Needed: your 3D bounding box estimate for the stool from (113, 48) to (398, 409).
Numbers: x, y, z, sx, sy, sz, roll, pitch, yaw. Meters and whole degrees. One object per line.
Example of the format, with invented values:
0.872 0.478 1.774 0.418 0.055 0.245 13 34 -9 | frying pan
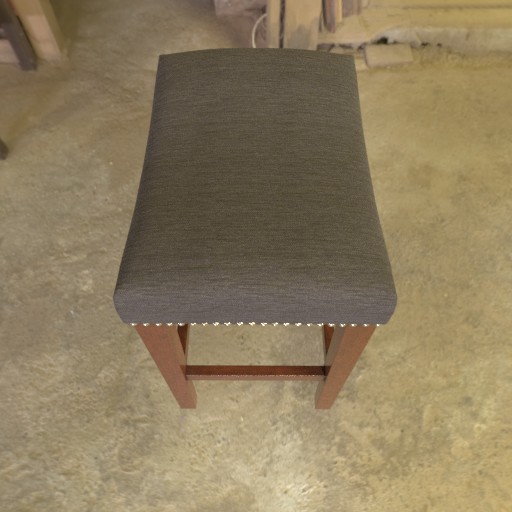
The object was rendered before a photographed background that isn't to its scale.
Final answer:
0.000 0.000 0.930 0.372 0.654 0.504 0 59 0 | stool
